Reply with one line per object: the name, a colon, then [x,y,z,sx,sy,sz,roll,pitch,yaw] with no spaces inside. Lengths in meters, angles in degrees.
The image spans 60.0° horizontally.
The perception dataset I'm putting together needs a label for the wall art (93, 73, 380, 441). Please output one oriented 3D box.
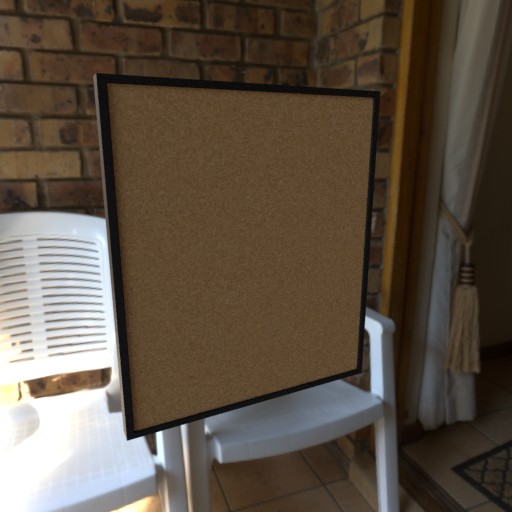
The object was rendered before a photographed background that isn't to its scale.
wall art: [0.000,0.000,0.524,0.330,0.381,0.019,-7,16,-26]
